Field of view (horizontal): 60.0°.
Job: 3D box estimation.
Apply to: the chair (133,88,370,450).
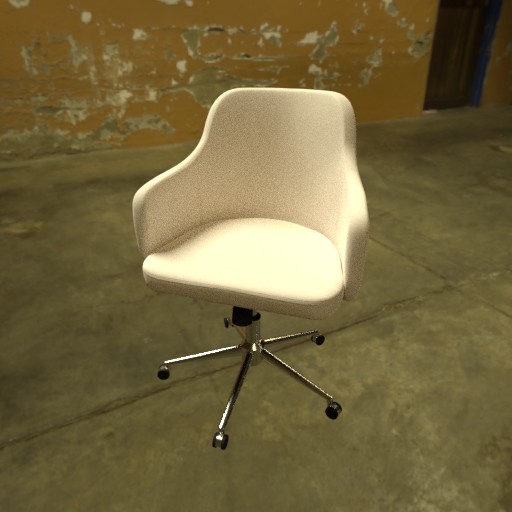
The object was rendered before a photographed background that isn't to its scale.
[{"bbox_3d":[0.000,0.000,1.233,0.602,0.819,0.647,8,28,16],"label":"chair"}]
